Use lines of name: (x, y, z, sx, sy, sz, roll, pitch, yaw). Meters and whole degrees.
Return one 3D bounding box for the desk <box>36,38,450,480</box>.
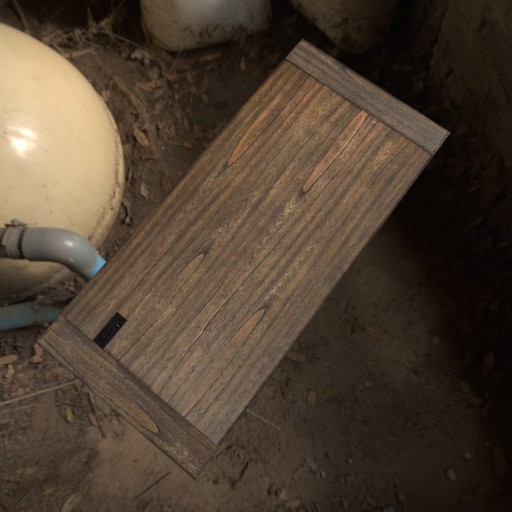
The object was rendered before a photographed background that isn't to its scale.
desk: (0.000, 0.000, 1.985, 0.711, 0.751, 1.590, 37, 78, 9)
